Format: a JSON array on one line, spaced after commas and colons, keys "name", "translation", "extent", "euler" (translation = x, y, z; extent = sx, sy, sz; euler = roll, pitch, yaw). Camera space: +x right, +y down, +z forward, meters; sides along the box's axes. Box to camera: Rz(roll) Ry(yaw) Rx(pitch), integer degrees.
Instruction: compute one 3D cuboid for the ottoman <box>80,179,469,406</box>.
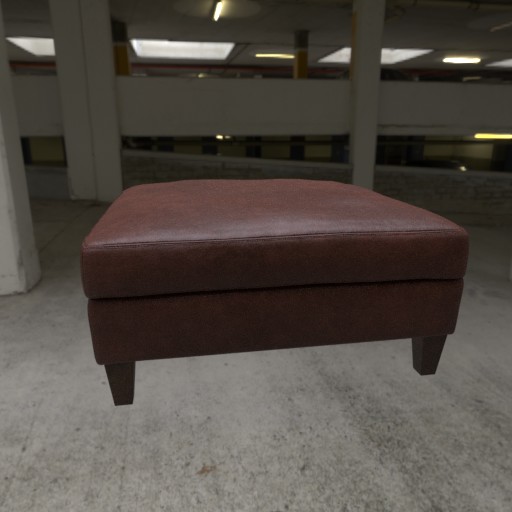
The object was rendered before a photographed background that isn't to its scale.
[{"name": "ottoman", "translation": [0.000, 0.000, 1.312], "extent": [0.836, 0.415, 0.844], "euler": [-3, 16, -9]}]
